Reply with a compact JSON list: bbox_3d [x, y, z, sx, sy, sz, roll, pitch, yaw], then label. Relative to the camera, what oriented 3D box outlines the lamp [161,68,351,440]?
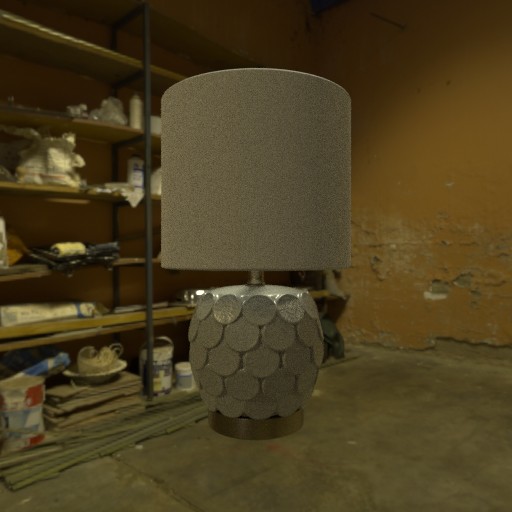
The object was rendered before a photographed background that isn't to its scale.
[{"bbox_3d":[0.000,0.000,0.608,0.254,0.452,0.254,0,0,0],"label":"lamp"}]
